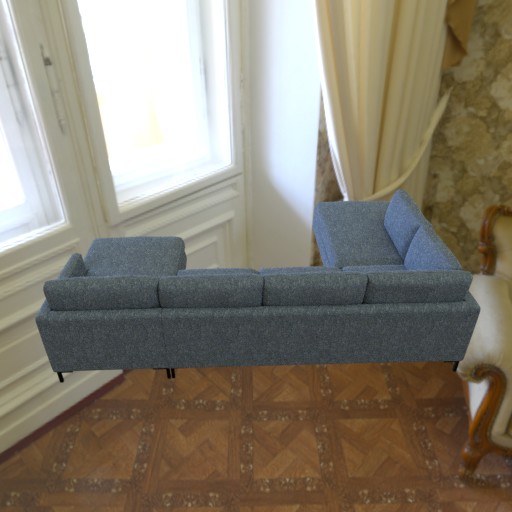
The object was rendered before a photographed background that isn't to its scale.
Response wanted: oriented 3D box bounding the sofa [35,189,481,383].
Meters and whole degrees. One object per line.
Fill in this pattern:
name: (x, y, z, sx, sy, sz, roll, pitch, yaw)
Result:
sofa: (0.000, 0.000, 3.526, 2.737, 0.756, 1.879, -1, 32, -2)
